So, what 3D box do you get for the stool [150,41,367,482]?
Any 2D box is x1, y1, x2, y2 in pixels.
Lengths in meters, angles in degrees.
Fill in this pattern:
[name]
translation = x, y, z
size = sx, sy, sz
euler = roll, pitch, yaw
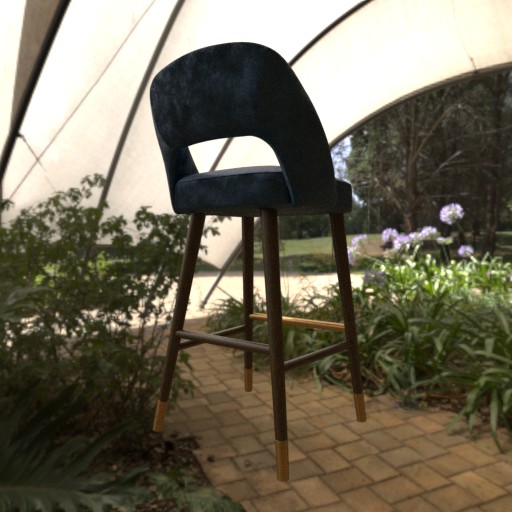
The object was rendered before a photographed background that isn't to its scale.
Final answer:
[stool]
translation = 0.000, 0.000, 1.285
size = 0.514, 1.016, 0.515
euler = 1, 2, 38
